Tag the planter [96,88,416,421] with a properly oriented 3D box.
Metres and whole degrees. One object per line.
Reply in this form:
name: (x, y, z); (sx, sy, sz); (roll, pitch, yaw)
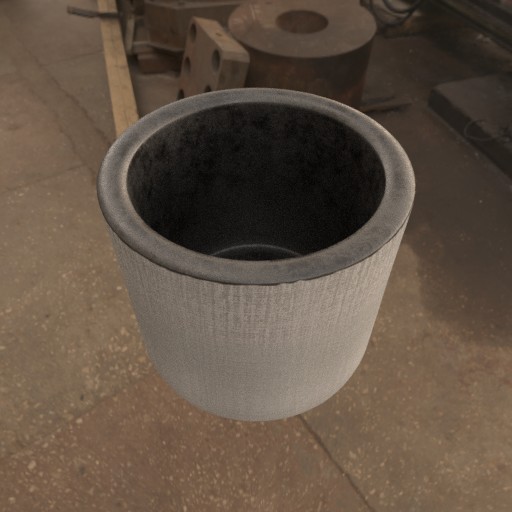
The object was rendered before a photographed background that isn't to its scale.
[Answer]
planter: (0.000, 0.000, 0.216); (0.125, 0.112, 0.125); (0, 48, 0)
